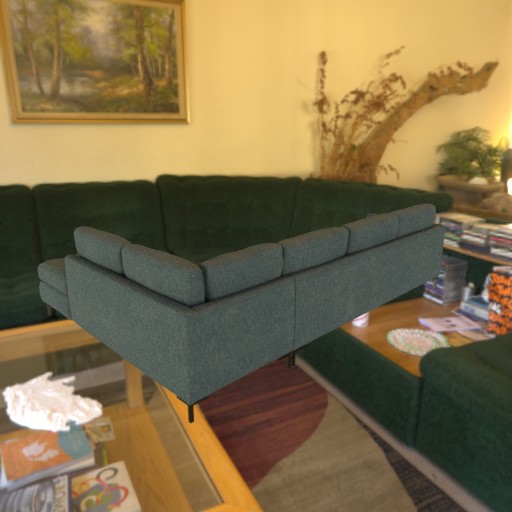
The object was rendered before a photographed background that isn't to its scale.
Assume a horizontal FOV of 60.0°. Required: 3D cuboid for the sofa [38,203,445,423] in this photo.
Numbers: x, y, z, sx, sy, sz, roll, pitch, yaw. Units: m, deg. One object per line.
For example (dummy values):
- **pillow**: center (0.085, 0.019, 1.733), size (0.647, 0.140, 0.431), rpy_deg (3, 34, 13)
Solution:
- **sofa**: center (0.000, 0.000, 3.806), size (2.949, 0.815, 2.007), rpy_deg (-15, 22, -42)
